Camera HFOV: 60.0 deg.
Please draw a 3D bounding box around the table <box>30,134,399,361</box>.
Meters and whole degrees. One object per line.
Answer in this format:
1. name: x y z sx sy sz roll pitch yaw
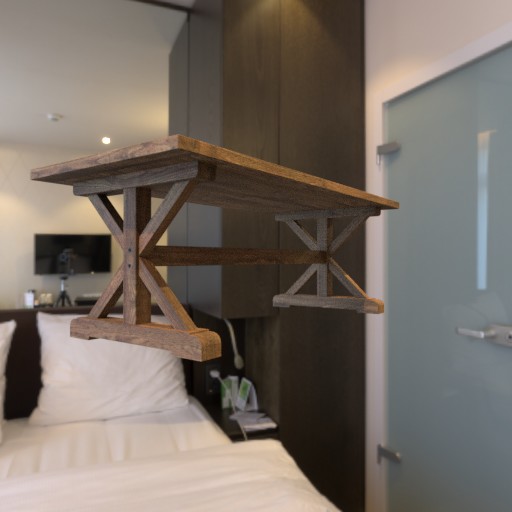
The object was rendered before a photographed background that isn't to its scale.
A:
1. table: 0.000 0.000 2.445 0.907 0.733 2.031 0 -1 36
